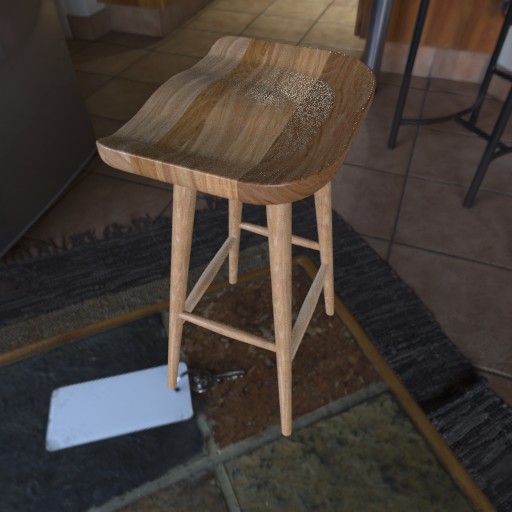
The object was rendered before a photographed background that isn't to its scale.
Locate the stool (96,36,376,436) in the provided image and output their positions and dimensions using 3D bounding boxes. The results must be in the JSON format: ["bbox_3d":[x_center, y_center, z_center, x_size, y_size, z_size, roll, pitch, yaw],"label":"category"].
[{"bbox_3d":[0.000,0.000,0.917,0.322,0.698,0.407,17,49,15],"label":"stool"}]
